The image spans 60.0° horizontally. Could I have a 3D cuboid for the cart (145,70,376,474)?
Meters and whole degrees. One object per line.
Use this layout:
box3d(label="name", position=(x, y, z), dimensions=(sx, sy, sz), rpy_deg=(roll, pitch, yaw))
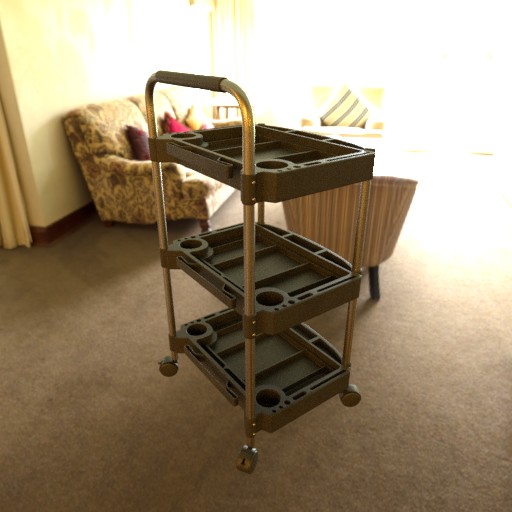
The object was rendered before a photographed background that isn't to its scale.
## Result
box3d(label="cart", position=(0.000, 0.000, 1.389), dimensions=(0.518, 1.075, 0.584), rpy_deg=(-18, 31, -32))
